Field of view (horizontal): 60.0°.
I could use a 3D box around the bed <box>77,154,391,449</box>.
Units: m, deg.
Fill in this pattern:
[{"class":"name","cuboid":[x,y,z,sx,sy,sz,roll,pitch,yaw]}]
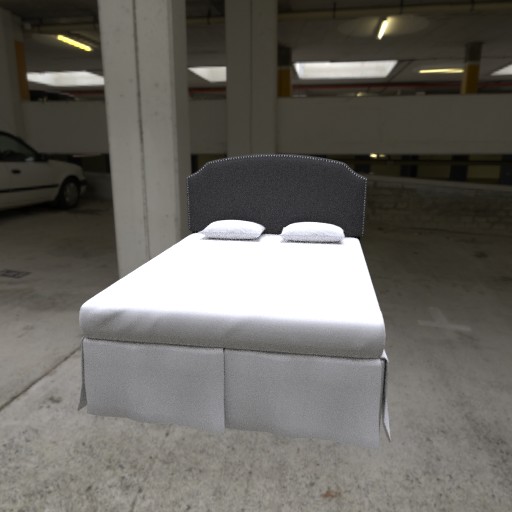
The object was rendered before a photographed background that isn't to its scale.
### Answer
[{"class":"bed","cuboid":[0.000,0.000,2.907,1.558,1.270,1.999,2,14,9]}]
